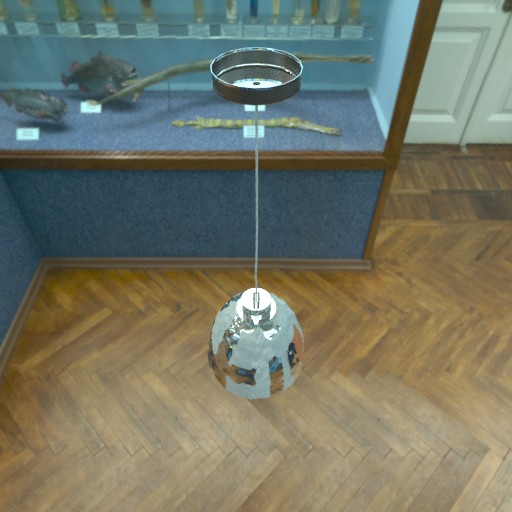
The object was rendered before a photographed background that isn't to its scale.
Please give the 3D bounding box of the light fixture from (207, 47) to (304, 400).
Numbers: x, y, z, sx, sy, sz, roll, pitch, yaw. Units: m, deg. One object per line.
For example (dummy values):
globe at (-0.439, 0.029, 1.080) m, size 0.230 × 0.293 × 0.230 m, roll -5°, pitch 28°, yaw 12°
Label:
light fixture at (0.000, 0.000, 1.761) m, size 0.496 × 1.511 × 0.500 m, roll 2°, pitch 47°, yaw 2°
